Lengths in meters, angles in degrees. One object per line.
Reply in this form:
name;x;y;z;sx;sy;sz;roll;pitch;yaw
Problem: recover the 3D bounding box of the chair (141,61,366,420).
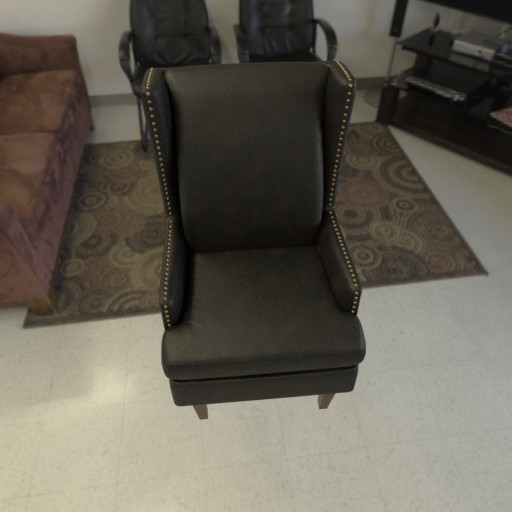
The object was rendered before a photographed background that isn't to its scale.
chair;0.000;0.000;1.651;0.703;1.142;0.799;-4;46;-4
